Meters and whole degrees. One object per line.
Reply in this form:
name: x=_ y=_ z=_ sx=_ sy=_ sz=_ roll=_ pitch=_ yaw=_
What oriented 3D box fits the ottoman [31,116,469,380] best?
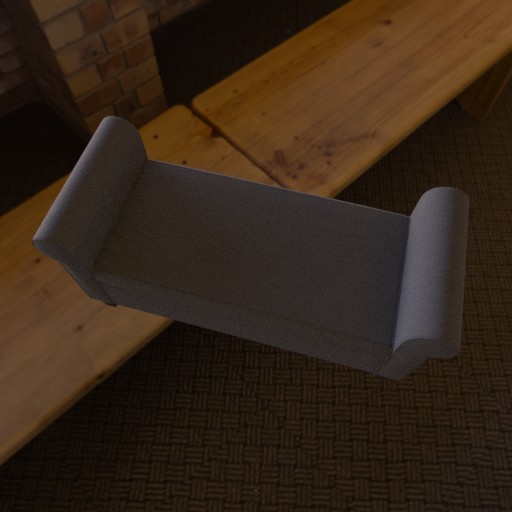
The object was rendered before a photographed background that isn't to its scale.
ottoman: x=0.000 y=0.000 z=1.552 sx=1.256 sy=0.547 sz=0.521 roll=14 pitch=63 yaw=7
